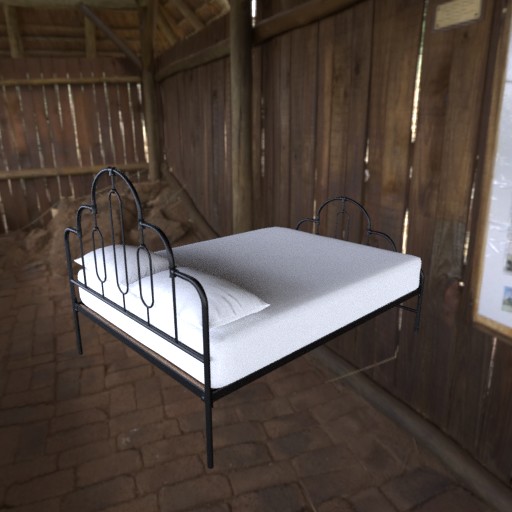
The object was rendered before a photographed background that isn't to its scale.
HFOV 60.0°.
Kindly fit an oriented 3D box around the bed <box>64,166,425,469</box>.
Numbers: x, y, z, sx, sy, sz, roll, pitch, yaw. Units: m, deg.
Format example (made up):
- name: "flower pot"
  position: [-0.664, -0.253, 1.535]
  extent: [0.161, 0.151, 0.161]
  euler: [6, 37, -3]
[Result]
- name: "bed"
  position: [0.000, 0.000, 3.298]
  extent: [2.181, 1.444, 1.626]
  euler: [-15, 22, -41]
